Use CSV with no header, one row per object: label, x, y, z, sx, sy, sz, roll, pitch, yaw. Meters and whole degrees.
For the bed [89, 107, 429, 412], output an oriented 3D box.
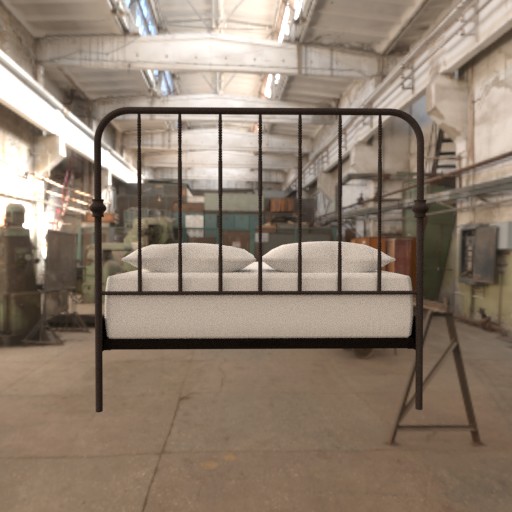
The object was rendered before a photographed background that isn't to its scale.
bed,0.000,0.000,3.148,1.616,1.446,2.134,0,1,-1
